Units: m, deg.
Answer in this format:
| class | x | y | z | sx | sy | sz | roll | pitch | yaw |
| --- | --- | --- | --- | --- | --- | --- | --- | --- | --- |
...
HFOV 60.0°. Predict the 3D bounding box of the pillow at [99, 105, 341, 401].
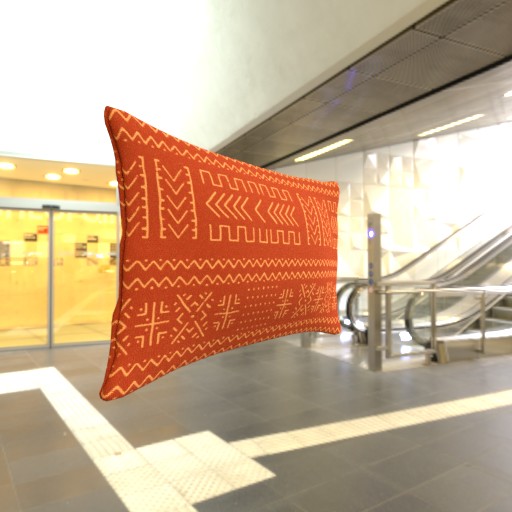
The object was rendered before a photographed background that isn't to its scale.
| class | x | y | z | sx | sy | sz | roll | pitch | yaw |
| --- | --- | --- | --- | --- | --- | --- | --- | --- | --- |
| pillow | 0.000 | 0.000 | 0.779 | 0.130 | 0.352 | 0.640 | -1 | -1 | 36 |
